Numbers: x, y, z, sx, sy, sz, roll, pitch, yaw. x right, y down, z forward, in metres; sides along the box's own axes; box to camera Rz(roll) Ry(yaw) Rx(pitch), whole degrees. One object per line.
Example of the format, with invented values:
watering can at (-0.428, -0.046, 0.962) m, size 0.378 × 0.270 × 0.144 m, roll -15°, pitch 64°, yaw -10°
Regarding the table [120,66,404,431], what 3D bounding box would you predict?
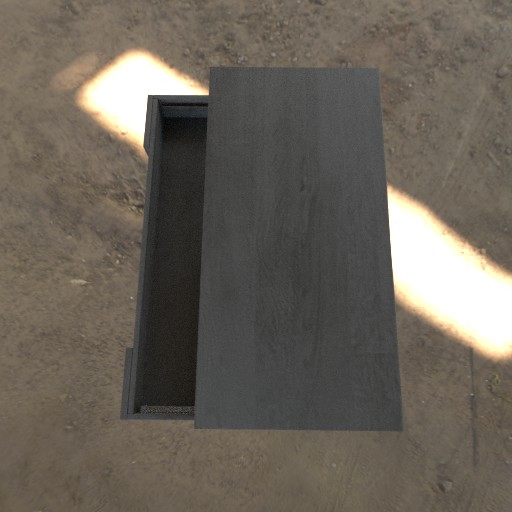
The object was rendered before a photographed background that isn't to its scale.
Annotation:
table at (0.000, 0.000, 1.449) m, size 0.711 × 0.570 × 1.000 m, roll 1°, pitch 75°, yaw 0°
